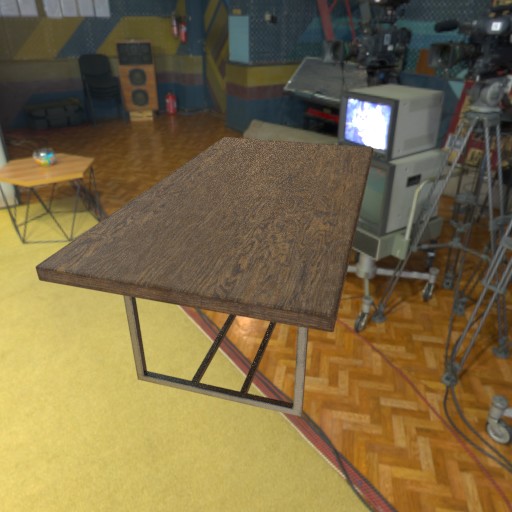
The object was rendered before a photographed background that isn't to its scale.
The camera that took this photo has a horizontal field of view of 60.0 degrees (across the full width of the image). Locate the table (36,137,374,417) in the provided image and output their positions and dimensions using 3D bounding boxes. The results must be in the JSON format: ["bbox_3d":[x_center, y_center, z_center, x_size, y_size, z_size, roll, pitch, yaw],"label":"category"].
[{"bbox_3d":[0.000,0.000,2.489,1.078,0.795,1.989,8,30,14],"label":"table"}]
